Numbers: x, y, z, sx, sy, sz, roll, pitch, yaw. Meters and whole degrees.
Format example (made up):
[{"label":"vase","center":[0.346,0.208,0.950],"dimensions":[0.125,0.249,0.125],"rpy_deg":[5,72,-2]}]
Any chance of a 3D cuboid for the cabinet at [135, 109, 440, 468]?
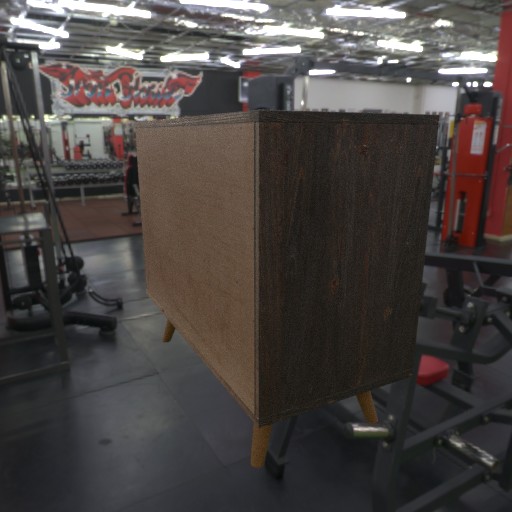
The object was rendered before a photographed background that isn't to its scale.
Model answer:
[{"label":"cabinet","center":[0.000,0.000,1.522],"dimensions":[0.529,0.897,1.023],"rpy_deg":[-8,17,-27]}]
